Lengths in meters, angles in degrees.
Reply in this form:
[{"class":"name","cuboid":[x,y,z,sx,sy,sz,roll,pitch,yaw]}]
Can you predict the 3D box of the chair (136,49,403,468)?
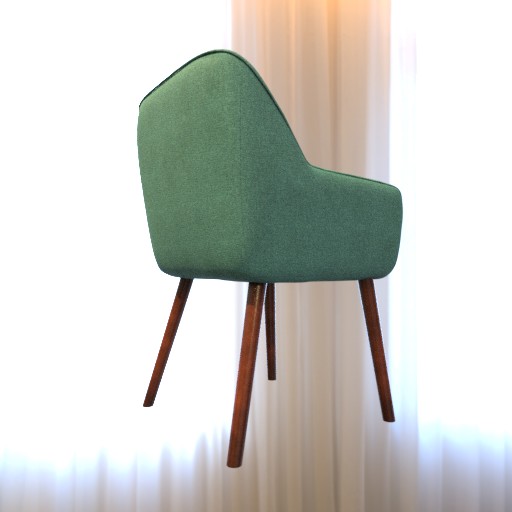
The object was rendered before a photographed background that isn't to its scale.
[{"class":"chair","cuboid":[0.000,0.000,1.142,0.519,0.803,0.543,1,-1,-36]}]
